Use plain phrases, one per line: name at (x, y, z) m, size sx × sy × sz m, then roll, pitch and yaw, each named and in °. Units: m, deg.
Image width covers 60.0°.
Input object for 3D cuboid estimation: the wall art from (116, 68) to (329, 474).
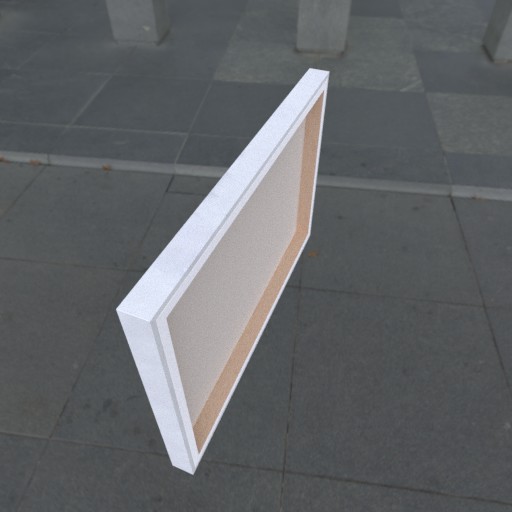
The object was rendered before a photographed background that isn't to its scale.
wall art at (0.000, 0.000, 0.763) m, size 0.038 × 0.407 × 0.609 m, roll 16°, pitch 48°, yaw 16°
